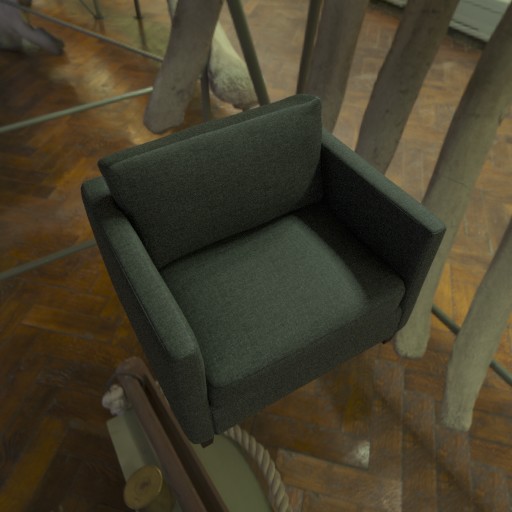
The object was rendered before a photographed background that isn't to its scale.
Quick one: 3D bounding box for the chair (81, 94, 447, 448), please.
[{"bbox_3d":[0.000,0.000,1.849,1.107,0.963,0.959,-23,51,-20],"label":"chair"}]
